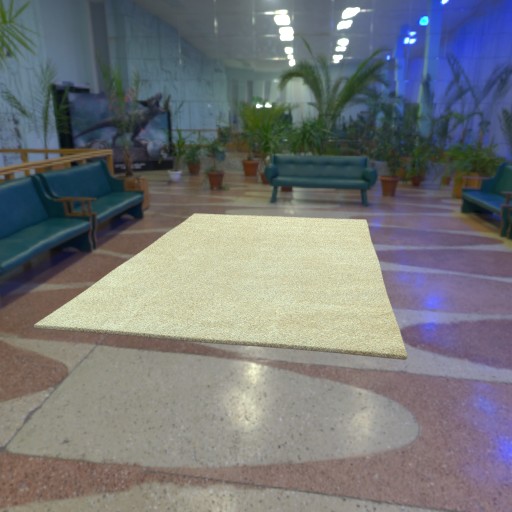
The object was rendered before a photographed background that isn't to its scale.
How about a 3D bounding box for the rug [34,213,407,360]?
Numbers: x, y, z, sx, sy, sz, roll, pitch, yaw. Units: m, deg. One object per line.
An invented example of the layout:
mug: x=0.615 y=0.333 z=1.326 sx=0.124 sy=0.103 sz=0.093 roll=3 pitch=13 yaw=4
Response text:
rug: x=0.000 y=0.000 z=3.350 sx=1.800 sy=0.025 sz=2.699 roll=3 pitch=18 yaw=9
